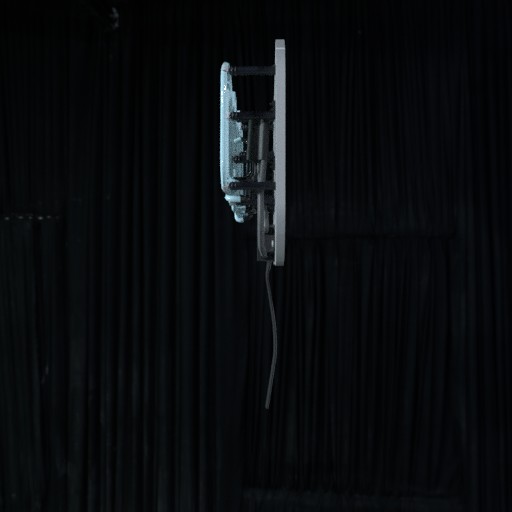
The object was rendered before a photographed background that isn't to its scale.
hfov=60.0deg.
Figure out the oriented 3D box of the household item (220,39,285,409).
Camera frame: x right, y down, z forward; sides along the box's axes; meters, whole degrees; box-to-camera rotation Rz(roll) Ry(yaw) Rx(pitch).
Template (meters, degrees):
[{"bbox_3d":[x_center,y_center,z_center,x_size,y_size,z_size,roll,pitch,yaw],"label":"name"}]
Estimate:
[{"bbox_3d":[0.000,0.000,0.378,0.042,0.294,0.211,0,0,2],"label":"household item"}]
